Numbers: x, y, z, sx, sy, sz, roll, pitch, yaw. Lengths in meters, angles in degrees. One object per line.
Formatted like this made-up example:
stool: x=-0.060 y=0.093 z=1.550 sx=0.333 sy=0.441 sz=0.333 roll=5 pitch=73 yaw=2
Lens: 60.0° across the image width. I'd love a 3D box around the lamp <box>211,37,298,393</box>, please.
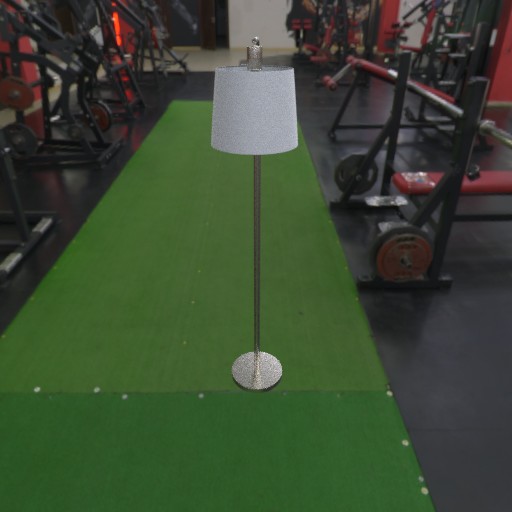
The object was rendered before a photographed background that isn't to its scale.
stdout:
lamp: x=0.000 y=0.000 z=1.647 sx=0.254 sy=1.478 sz=0.508 roll=1 pitch=31 yaw=2
